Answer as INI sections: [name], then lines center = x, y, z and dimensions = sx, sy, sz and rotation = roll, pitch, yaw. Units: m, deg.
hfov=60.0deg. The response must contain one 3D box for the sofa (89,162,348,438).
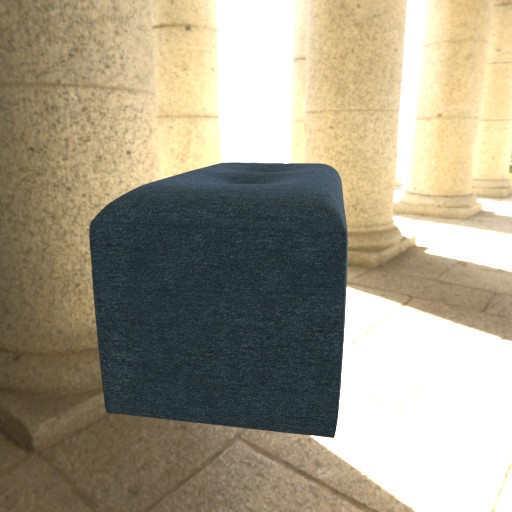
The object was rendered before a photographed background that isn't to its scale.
[sofa]
center = 0.000, 0.000, 1.237
dimensions = 0.480, 0.470, 0.930
rotation = 3, 16, 9
